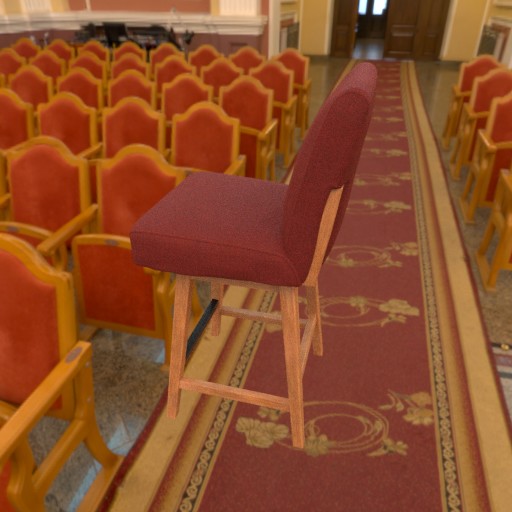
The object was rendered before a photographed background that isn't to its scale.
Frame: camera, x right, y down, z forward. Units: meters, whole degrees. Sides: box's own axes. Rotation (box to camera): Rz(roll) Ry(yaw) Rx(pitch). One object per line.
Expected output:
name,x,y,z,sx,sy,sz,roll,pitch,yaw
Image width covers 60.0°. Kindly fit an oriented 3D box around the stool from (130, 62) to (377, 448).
stool,0.000,0.000,1.308,0.562,1.038,0.468,8,31,13
